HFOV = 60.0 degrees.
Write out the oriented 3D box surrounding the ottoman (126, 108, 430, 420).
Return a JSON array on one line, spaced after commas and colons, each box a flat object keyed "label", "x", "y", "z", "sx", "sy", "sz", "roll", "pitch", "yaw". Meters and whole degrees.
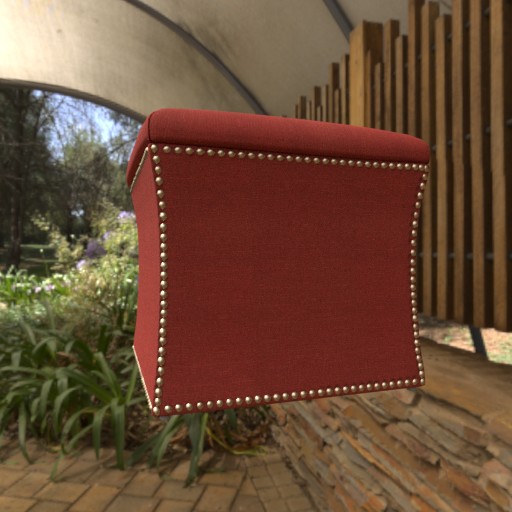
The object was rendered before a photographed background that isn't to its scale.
[{"label": "ottoman", "x": 0.000, "y": 0.000, "z": 0.922, "sx": 0.507, "sy": 0.475, "sz": 0.497, "roll": 0, "pitch": 0, "yaw": -19}]
